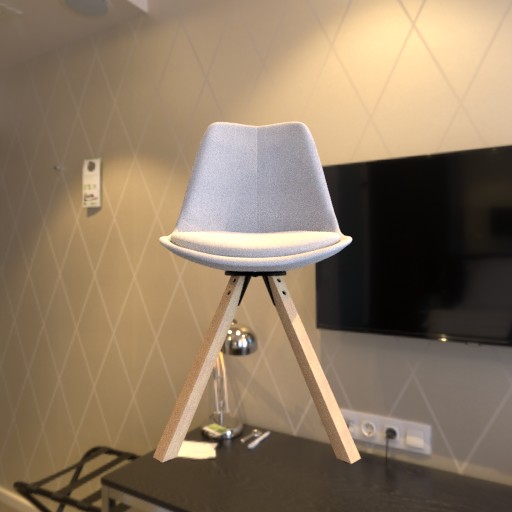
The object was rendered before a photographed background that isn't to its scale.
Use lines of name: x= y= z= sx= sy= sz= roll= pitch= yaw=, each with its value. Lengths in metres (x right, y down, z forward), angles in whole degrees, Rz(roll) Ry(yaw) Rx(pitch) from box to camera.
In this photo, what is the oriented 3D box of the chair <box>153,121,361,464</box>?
chair: x=0.000 y=0.000 z=1.168 sx=0.474 sy=0.863 sz=0.549 roll=0 pitch=0 yaw=1
